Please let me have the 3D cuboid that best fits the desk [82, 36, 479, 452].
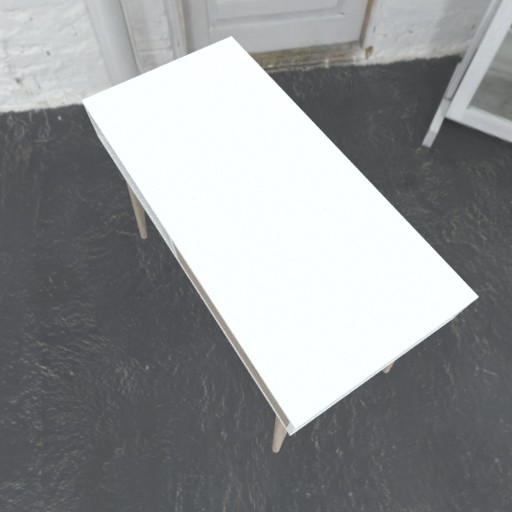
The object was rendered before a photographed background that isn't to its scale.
[{"bbox_3d":[0.000,0.000,1.373,0.491,0.723,0.979,-30,67,-14],"label":"desk"}]
